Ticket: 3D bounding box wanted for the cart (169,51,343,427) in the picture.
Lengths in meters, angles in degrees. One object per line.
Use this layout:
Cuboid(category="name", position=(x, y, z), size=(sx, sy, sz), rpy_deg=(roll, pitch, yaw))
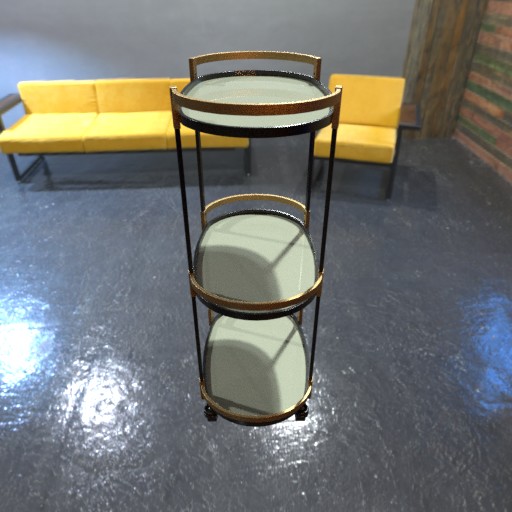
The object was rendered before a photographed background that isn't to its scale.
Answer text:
Cuboid(category="cart", position=(0.000, 0.000, 1.126), size=(0.311, 0.885, 0.515), rpy_deg=(0, 33, 0))
